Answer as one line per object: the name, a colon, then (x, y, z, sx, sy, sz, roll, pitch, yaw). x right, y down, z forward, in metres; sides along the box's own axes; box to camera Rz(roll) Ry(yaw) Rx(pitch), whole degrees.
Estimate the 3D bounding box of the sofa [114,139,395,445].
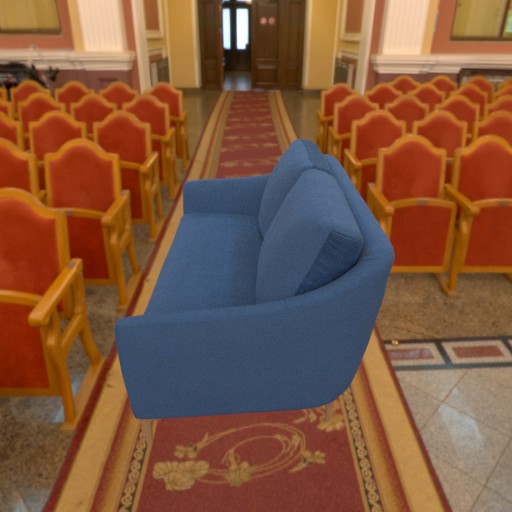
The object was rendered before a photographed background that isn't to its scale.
sofa: (0.000, 0.000, 2.213, 0.960, 0.902, 1.619, 0, 27, 0)
